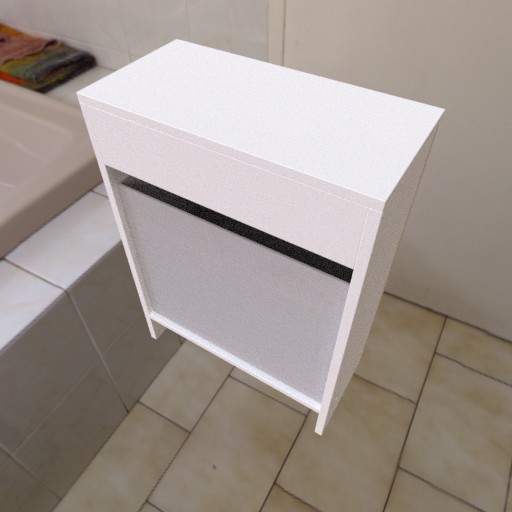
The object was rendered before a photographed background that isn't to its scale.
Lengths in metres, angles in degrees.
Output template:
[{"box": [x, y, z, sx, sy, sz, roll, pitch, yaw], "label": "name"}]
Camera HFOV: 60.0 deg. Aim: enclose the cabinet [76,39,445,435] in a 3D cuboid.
[{"box": [0.000, 0.000, 1.093, 0.600, 0.815, 0.296, 24, 51, 21], "label": "cabinet"}]
